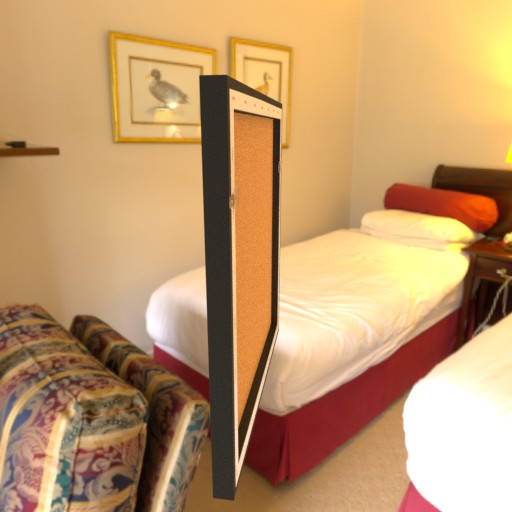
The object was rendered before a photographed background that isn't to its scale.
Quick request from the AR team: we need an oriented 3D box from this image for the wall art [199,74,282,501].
[{"bbox_3d":[0.000,0.000,1.105,0.044,0.758,0.758,3,16,9],"label":"wall art"}]
